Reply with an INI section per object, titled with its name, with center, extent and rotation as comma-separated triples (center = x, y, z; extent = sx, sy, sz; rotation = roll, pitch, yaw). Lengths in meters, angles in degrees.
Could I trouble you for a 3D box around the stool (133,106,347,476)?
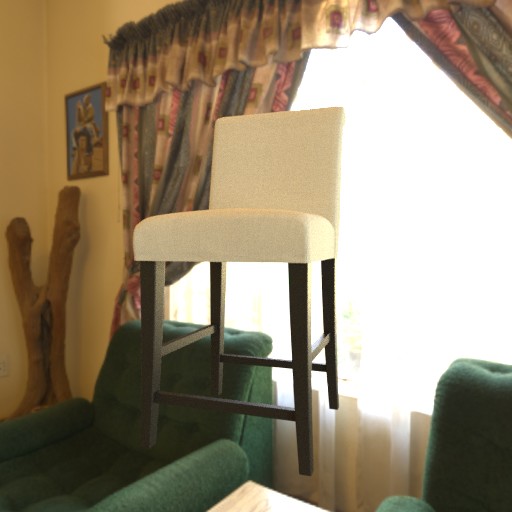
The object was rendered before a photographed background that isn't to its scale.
[stool]
center = 0.000, 0.000, 1.310
extent = 0.452, 0.976, 0.597
rotation = 1, 2, 19
